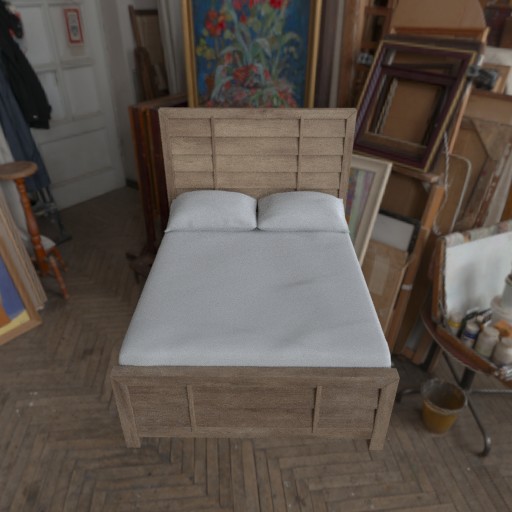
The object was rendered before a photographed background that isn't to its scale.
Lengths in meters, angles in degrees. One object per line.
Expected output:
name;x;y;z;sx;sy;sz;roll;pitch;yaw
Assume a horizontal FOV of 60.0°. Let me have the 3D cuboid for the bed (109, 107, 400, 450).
bed;0.000;0.000;3.222;1.615;1.631;2.017;0;32;1
